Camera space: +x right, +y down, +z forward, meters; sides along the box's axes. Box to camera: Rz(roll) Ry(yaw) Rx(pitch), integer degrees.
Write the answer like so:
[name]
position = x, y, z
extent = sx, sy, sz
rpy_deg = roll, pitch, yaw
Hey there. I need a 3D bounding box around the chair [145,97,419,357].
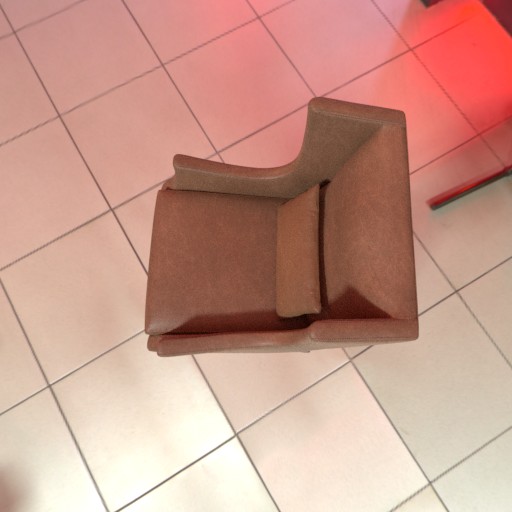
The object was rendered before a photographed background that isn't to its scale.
[chair]
position = 0.000, 0.000, 1.777
extent = 0.913, 1.088, 0.815
rpy_deg = 2, 75, 0
